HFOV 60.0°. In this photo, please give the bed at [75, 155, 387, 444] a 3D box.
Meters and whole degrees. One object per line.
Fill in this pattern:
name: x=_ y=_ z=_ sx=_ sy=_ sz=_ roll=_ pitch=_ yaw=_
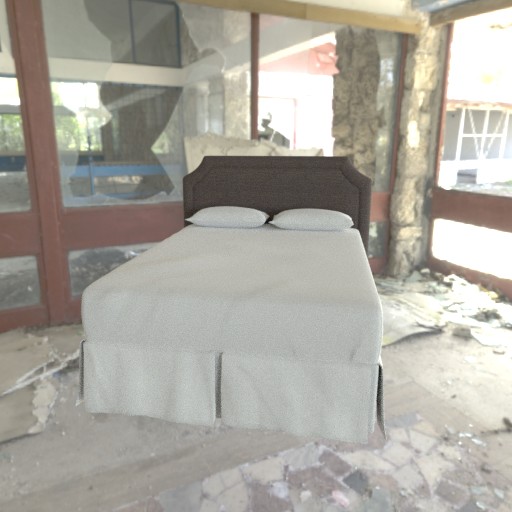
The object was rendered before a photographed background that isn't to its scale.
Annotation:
bed: x=0.000 y=0.000 z=3.069 sx=1.693 sy=1.290 sz=2.116 roll=2 pitch=15 yaw=9
